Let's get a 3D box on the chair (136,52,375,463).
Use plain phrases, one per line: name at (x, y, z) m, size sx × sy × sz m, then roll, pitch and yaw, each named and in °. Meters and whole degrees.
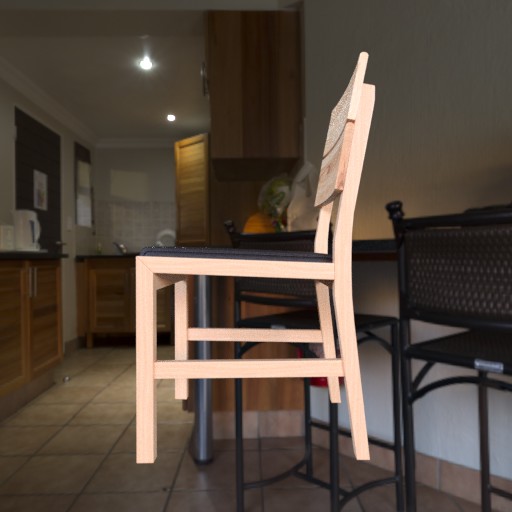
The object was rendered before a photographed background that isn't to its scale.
chair at (0.000, 0.000, 1.247) m, size 0.560 × 0.950 × 0.475 m, roll 0°, pitch 1°, yaw 1°
